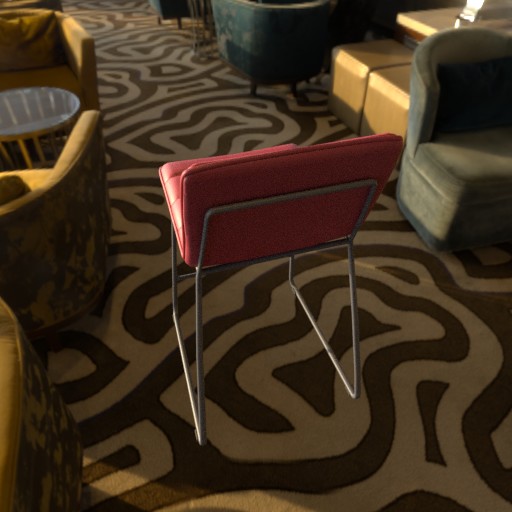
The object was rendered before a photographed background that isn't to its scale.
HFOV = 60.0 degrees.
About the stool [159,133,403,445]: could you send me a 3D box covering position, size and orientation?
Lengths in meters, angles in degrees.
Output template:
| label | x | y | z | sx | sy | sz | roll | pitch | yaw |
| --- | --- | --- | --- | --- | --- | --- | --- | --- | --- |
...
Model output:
| label | x | y | z | sx | sy | sz | roll | pitch | yaw |
| --- | --- | --- | --- | --- | --- | --- | --- | --- | --- |
| stool | 0.000 | 0.000 | 1.163 | 0.489 | 0.866 | 0.524 | -12 | 43 | -13 |
